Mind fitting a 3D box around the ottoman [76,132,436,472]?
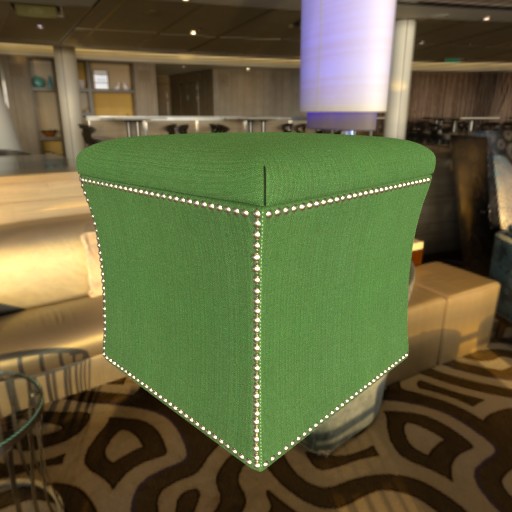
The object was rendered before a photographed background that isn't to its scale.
[{"bbox_3d":[0.000,0.000,0.886,0.507,0.475,0.497,16,23,42],"label":"ottoman"}]
